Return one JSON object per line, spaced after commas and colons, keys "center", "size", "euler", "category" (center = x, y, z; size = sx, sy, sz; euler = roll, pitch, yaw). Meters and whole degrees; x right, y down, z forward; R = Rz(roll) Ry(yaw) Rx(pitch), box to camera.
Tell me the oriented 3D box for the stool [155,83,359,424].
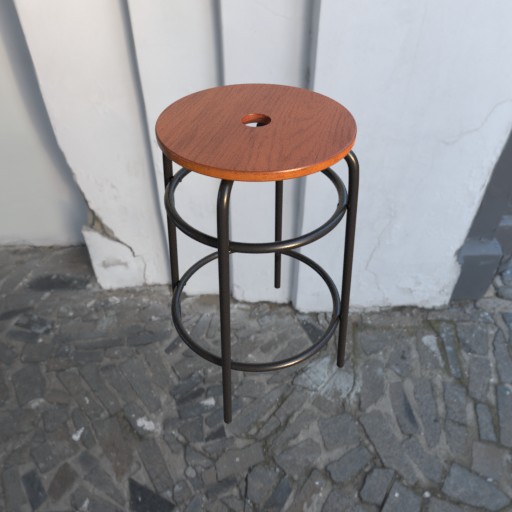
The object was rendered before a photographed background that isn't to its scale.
{"center": [0.000, 0.000, 0.946], "size": [0.455, 0.610, 0.455], "euler": [11, 43, 12], "category": "stool"}
